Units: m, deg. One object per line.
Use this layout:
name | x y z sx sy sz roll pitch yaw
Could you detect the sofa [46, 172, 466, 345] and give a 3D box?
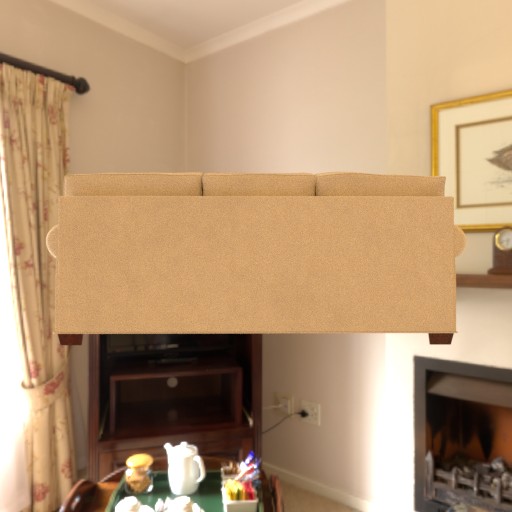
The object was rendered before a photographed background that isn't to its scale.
sofa | 0.000 0.000 2.403 1.770 0.734 1.226 0 0 -1
